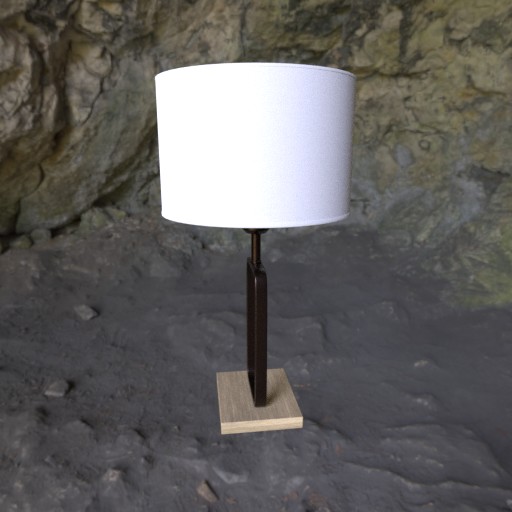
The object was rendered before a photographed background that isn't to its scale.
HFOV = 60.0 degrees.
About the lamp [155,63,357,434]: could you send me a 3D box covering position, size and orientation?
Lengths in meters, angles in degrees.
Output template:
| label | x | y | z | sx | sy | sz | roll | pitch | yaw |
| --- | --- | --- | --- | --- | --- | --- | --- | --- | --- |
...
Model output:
| label | x | y | z | sx | sy | sz | roll | pitch | yaw |
| --- | --- | --- | --- | --- | --- | --- | --- | --- | --- |
| lamp | 0.000 | 0.000 | 0.686 | 0.279 | 0.508 | 0.279 | -2 | 14 | -7 |
